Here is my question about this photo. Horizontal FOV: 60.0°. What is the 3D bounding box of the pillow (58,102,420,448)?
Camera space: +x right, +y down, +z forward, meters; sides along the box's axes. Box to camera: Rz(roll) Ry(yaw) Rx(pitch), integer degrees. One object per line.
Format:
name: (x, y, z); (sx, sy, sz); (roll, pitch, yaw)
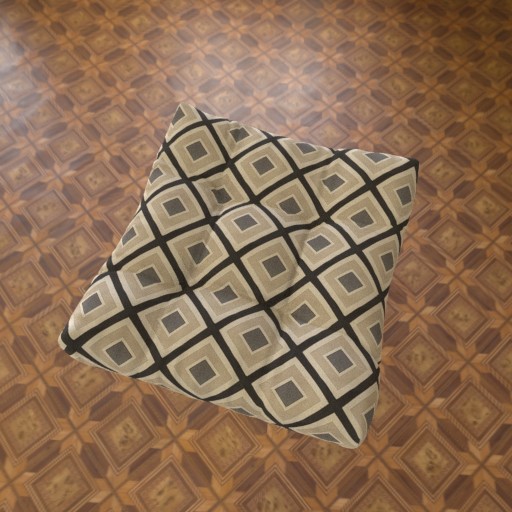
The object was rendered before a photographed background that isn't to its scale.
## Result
pillow: (0.000, 0.000, 0.737); (0.468, 0.128, 0.490); (16, 65, 7)
